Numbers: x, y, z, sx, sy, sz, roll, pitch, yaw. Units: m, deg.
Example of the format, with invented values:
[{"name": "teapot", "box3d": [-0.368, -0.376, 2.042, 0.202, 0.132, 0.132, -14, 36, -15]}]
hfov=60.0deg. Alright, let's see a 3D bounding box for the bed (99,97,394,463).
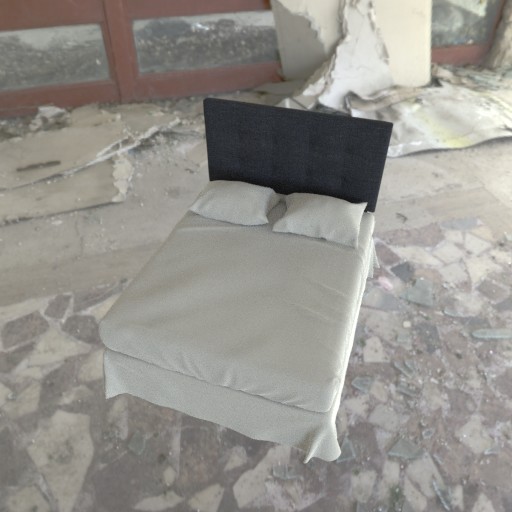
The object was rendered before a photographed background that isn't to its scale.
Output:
[{"name": "bed", "box3d": [0.000, 0.000, 3.486, 1.936, 1.577, 2.222, 13, 43, 14]}]
